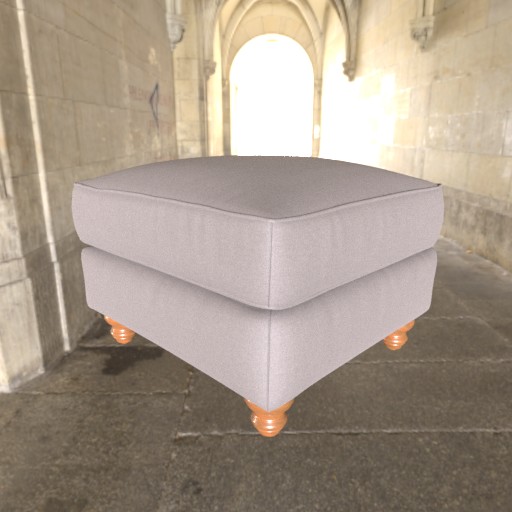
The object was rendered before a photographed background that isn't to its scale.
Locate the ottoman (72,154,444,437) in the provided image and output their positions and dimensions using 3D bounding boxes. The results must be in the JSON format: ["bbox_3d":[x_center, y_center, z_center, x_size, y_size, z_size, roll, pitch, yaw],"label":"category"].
[{"bbox_3d":[0.000,0.000,1.145,0.721,0.505,0.662,15,22,43],"label":"ottoman"}]
